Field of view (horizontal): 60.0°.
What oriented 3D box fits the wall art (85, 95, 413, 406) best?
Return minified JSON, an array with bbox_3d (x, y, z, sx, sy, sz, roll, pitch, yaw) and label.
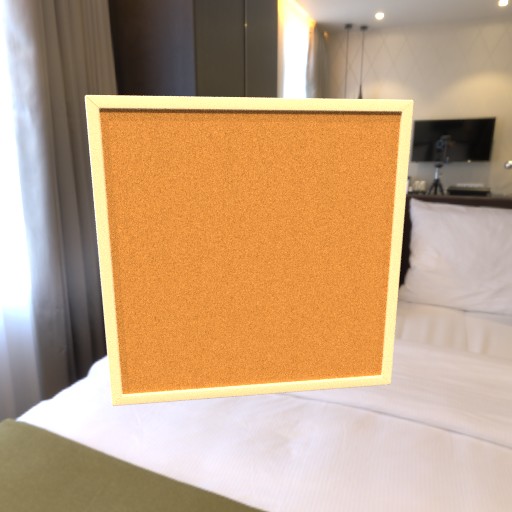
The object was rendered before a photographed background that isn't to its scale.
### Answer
[{"bbox_3d":[0.000,0.000,0.757,0.508,0.508,0.038,-2,14,-8],"label":"wall art"}]
